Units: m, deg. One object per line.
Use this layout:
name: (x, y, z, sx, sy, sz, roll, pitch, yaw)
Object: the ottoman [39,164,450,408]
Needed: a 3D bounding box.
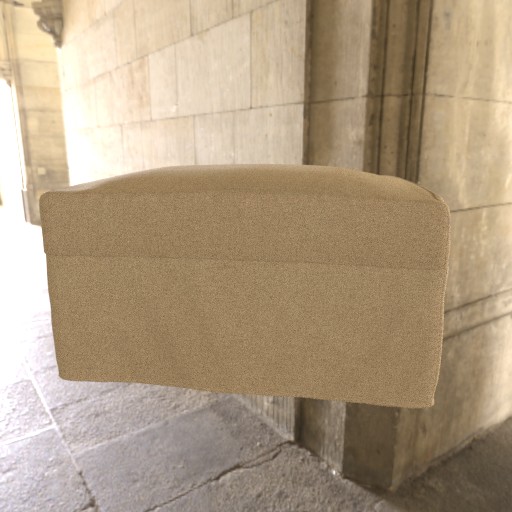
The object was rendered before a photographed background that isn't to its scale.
ottoman: (0.000, 0.000, 1.197, 0.833, 0.485, 0.650, 2, 14, 8)
